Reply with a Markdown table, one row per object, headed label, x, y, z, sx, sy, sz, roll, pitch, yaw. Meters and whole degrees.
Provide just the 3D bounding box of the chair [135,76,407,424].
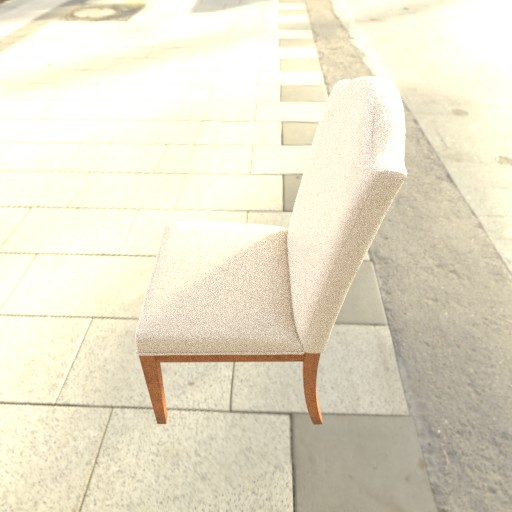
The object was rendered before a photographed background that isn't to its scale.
| label | x | y | z | sx | sy | sz | roll | pitch | yaw |
| --- | --- | --- | --- | --- | --- | --- | --- | --- | --- |
| chair | 0.000 | 0.000 | 1.316 | 0.648 | 1.012 | 0.534 | 0 | 40 | 0 |
